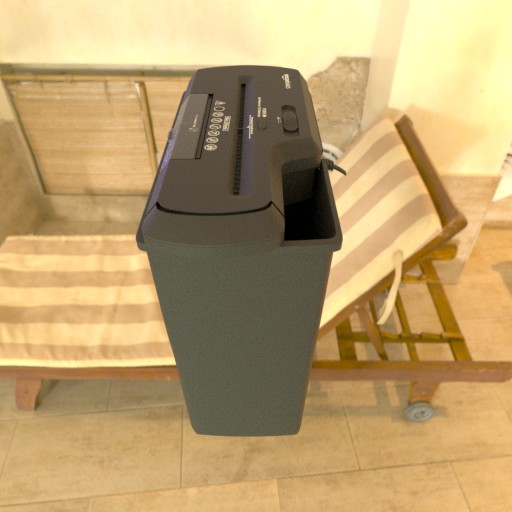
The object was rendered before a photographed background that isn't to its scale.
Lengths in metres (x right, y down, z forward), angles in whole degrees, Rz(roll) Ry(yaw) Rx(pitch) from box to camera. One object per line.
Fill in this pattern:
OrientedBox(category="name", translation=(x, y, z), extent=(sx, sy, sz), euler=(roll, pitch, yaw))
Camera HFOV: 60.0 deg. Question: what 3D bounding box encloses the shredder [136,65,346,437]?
OrientedBox(category="shredder", translation=(0.000, 0.000, 0.508), extent=(0.170, 0.335, 0.320), euler=(0, 41, 0))
